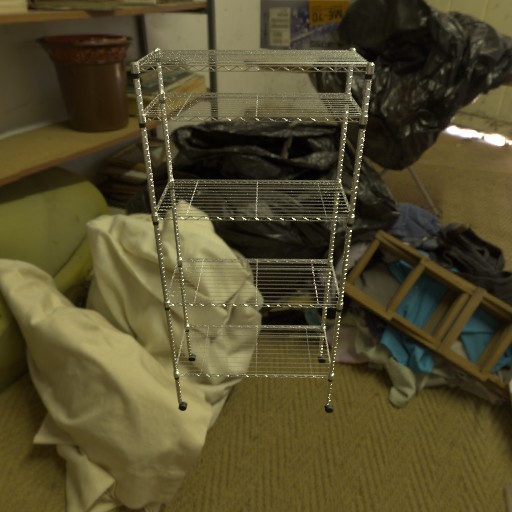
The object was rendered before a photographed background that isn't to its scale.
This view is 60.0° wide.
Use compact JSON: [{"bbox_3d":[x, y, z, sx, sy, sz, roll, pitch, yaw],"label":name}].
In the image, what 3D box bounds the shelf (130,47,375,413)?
[{"bbox_3d":[0.000,0.000,1.903,0.762,1.587,0.356,1,32,1],"label":"shelf"}]
